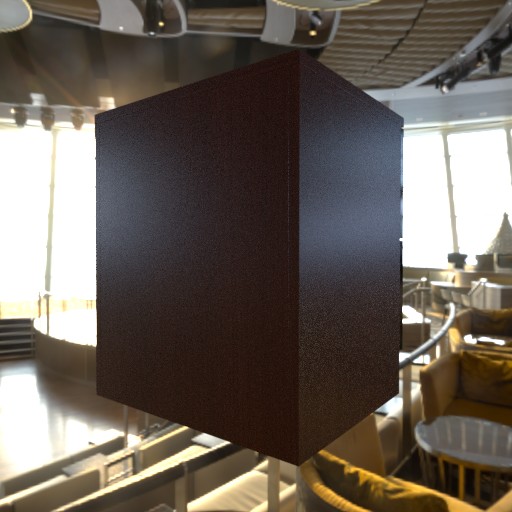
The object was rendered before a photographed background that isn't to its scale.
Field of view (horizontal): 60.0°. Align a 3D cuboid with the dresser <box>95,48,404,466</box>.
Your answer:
[{"bbox_3d":[0.000,0.000,0.760,0.400,0.470,0.360,1,1,38],"label":"dresser"}]
